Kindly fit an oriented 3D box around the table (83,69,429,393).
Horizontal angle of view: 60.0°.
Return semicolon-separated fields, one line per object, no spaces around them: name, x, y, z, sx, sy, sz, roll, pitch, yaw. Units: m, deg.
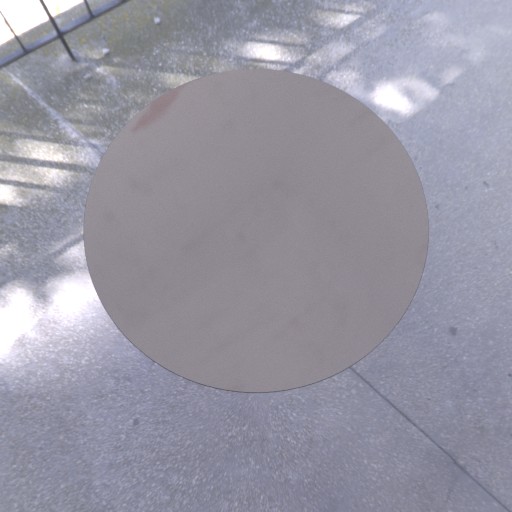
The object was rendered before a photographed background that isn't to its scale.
table;0.000;0.000;0.855;0.499;0.443;0.499;0;74;0
